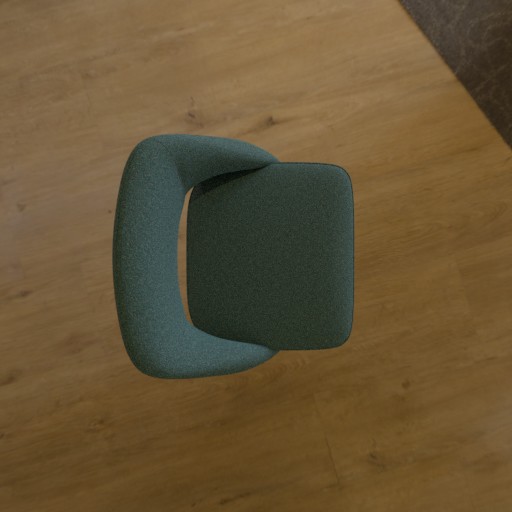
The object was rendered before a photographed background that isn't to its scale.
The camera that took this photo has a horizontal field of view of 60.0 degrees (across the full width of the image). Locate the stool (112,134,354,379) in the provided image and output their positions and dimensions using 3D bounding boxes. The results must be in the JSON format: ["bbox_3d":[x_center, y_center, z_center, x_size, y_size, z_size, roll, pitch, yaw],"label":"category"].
[{"bbox_3d":[0.000,0.000,1.244,0.522,0.939,0.536,0,90,0],"label":"stool"}]
